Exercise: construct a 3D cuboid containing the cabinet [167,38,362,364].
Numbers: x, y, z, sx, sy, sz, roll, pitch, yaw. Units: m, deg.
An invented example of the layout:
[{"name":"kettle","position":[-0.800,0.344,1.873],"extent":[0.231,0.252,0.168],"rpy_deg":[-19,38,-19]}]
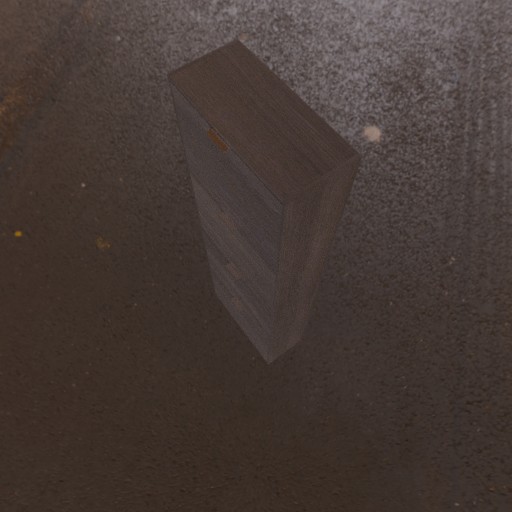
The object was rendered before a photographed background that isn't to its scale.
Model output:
[{"name":"cabinet","position":[0.000,0.000,1.860],"extent":[0.255,1.630,0.520],"rpy_deg":[-34,68,-15]}]
